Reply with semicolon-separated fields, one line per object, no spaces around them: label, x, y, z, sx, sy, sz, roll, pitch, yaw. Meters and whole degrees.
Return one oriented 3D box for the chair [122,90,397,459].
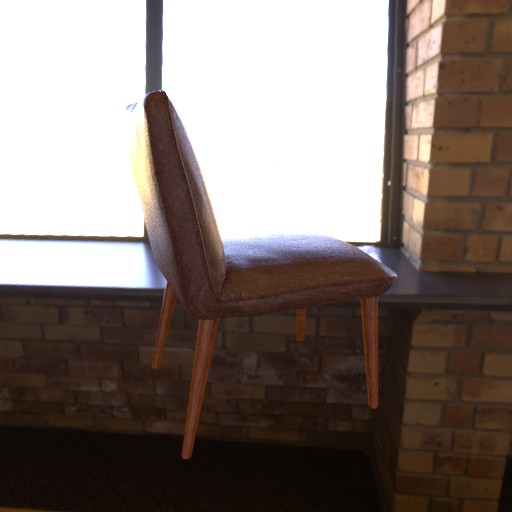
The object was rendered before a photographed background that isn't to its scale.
chair;0.000;0.000;1.213;0.645;0.803;0.543;-7;17;-25
